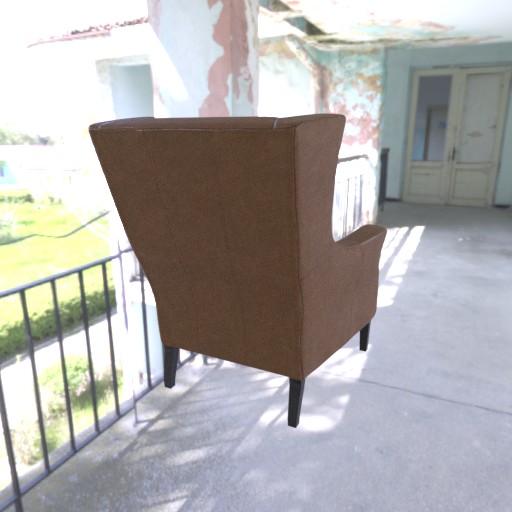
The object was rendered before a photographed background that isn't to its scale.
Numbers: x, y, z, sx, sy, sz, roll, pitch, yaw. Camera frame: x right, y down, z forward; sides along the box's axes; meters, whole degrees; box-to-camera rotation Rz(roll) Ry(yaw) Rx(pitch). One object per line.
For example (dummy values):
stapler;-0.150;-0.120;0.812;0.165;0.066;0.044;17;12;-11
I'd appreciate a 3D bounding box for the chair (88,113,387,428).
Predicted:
chair;0.000;0.000;1.695;0.852;1.016;0.925;8;18;26
